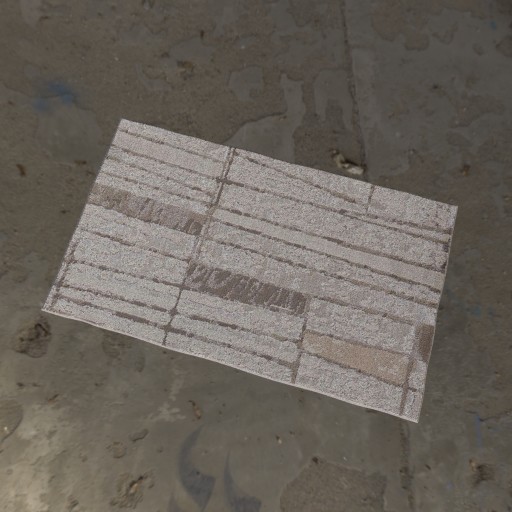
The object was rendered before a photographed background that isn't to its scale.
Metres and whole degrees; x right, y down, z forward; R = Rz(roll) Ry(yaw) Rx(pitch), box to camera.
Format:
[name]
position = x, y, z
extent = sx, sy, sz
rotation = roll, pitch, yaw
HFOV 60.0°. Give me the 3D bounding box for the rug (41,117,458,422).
[rug]
position = 0.000, 0.000, 1.035
extent = 0.867, 0.007, 0.515
rotation = 16, 76, 4
